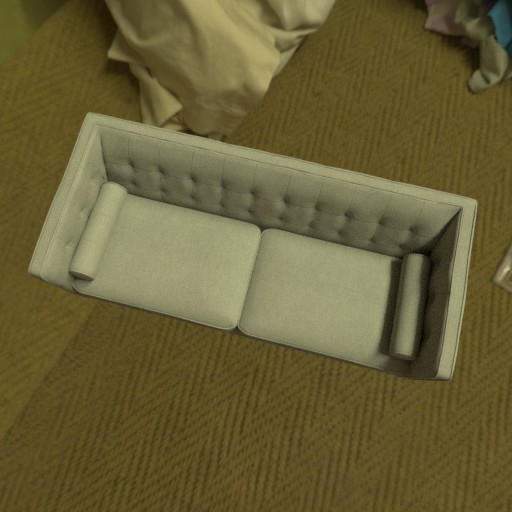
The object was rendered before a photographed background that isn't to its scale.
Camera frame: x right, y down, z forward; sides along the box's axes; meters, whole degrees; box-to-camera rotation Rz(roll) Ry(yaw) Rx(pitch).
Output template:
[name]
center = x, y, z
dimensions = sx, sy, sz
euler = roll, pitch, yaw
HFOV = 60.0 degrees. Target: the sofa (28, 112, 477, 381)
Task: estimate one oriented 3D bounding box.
[sofa]
center = 0.000, 0.000, 2.527
dimensions = 2.079, 0.798, 0.912
euler = 14, 76, 4
